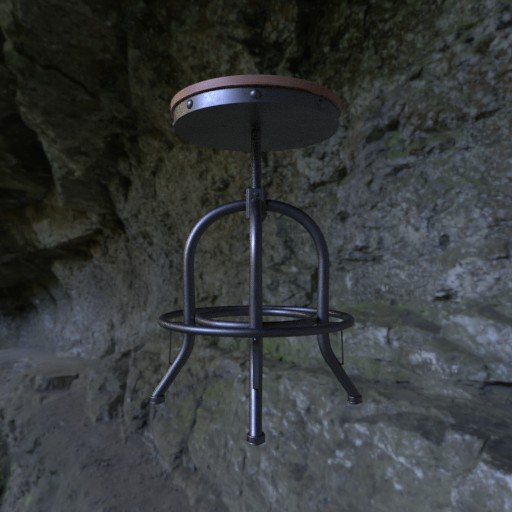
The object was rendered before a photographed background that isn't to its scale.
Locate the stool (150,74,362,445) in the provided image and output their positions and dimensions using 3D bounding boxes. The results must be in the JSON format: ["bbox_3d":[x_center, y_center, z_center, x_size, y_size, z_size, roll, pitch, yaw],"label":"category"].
[{"bbox_3d":[0.000,0.000,0.919,0.439,0.609,0.439,0,-1,0],"label":"stool"}]
